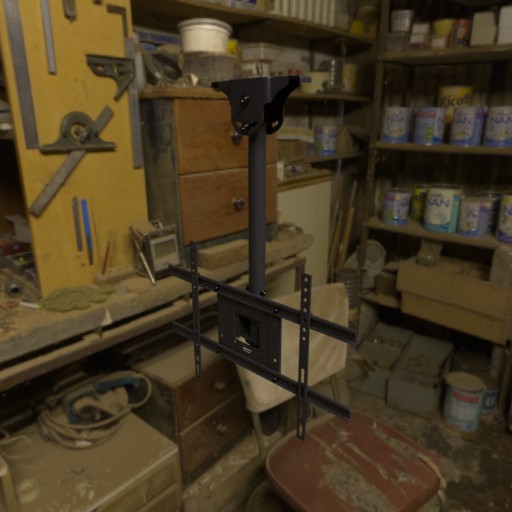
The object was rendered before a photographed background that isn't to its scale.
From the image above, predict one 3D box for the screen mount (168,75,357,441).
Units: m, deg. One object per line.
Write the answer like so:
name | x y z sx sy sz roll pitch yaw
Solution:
screen mount | 0.000 0.000 1.042 0.595 0.775 0.090 16 23 41
